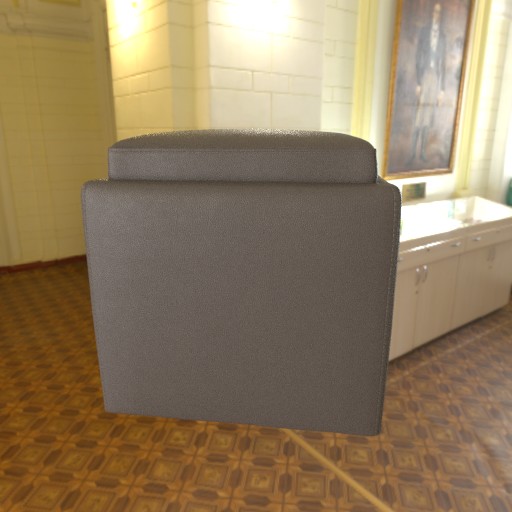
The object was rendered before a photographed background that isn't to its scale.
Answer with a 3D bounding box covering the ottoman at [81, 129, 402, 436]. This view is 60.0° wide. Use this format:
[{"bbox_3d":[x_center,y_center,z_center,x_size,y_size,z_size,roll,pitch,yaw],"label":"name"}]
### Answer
[{"bbox_3d":[0.000,0.000,0.836,0.450,0.460,0.451,2,15,8],"label":"ottoman"}]
